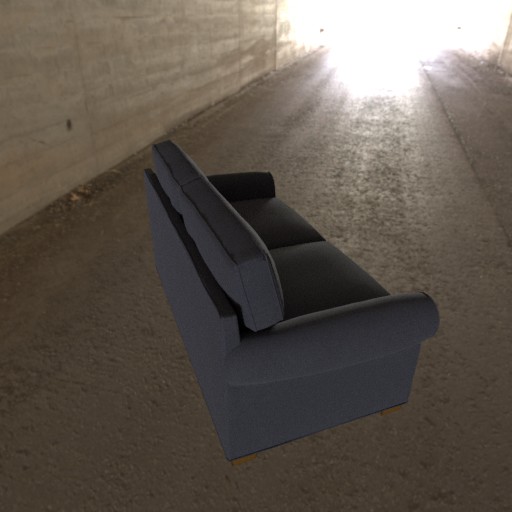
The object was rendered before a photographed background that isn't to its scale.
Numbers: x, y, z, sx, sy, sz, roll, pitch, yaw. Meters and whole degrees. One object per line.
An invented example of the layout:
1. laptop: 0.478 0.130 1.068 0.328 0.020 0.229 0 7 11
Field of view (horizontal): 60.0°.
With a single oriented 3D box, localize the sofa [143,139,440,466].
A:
1. sofa: 0.000 0.000 2.556 0.951 1.031 2.009 -11 31 -18
